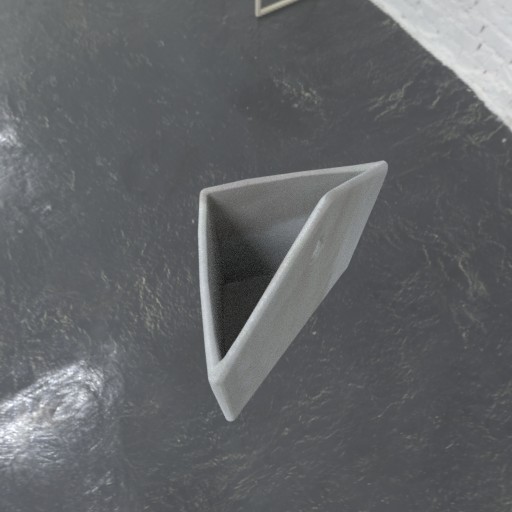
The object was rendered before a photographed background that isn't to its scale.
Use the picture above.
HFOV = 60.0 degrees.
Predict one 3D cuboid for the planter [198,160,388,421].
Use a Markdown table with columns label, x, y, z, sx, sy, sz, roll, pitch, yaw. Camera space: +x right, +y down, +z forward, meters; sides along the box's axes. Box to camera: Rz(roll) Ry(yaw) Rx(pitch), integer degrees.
| label | x | y | z | sx | sy | sz | roll | pitch | yaw |
| --- | --- | --- | --- | --- | --- | --- | --- | --- | --- |
| planter | 0.000 | 0.000 | 0.278 | 0.080 | 0.194 | 0.163 | 34 | 68 | 16 |
